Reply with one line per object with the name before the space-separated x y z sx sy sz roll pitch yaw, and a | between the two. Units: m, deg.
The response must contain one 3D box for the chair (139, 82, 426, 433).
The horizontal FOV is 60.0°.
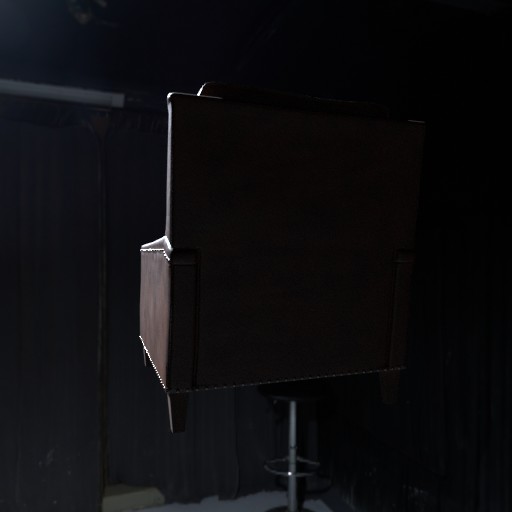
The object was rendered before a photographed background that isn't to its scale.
chair | 0.000 0.000 1.814 0.854 1.054 1.035 0 1 -19
